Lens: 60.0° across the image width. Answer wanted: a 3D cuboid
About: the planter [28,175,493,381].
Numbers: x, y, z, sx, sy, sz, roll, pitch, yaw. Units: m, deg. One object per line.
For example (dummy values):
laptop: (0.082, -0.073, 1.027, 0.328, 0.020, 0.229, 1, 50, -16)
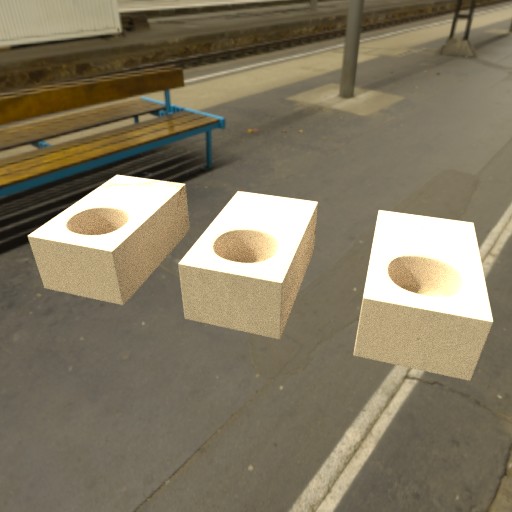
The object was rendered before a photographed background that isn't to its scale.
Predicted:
planter: (0.000, 0.000, 0.367, 0.333, 0.051, 0.127, 10, 34, 15)
